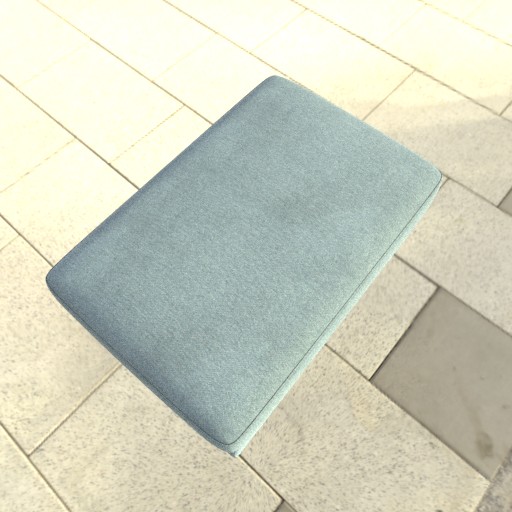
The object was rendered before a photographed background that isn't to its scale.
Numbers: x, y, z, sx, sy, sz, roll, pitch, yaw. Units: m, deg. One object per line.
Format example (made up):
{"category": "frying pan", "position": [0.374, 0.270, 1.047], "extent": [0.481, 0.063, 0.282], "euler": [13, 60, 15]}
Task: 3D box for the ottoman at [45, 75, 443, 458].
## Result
{"category": "ottoman", "position": [0.000, 0.000, 1.210], "extent": [0.584, 0.483, 0.864], "euler": [37, 69, 16]}
